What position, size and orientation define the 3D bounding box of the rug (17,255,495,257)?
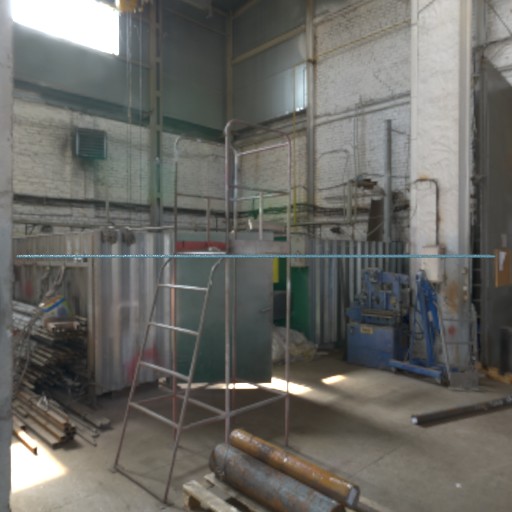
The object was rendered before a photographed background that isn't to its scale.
[{"bbox_3d":[0.000,0.000,1.428,1.219,0.007,0.604,0,0,0],"label":"rug"}]
